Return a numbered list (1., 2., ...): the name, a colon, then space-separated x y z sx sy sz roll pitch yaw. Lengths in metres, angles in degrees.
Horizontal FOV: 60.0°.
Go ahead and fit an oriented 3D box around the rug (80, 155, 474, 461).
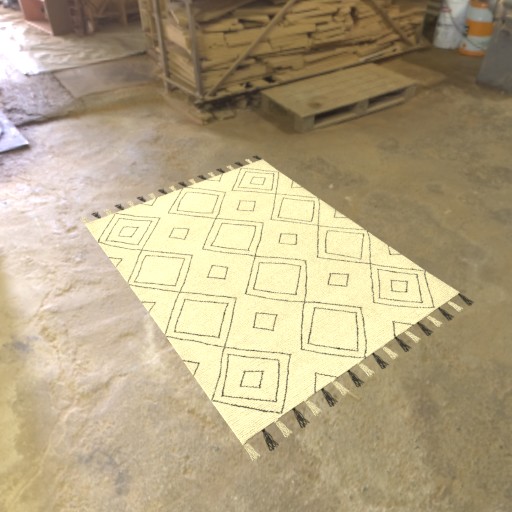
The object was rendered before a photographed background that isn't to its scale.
1. rug: 0.000 0.000 4.298 2.342 0.026 3.221 -26 47 -26
